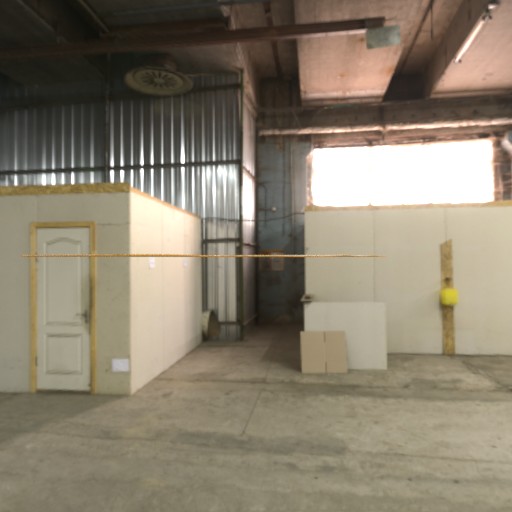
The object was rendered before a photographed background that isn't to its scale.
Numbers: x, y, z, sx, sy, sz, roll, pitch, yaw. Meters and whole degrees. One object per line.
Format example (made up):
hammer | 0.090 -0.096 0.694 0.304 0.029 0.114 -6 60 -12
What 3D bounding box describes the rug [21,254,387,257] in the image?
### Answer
rug | 0.000 0.000 2.526 0.704 0.014 2.294 0 0 36
